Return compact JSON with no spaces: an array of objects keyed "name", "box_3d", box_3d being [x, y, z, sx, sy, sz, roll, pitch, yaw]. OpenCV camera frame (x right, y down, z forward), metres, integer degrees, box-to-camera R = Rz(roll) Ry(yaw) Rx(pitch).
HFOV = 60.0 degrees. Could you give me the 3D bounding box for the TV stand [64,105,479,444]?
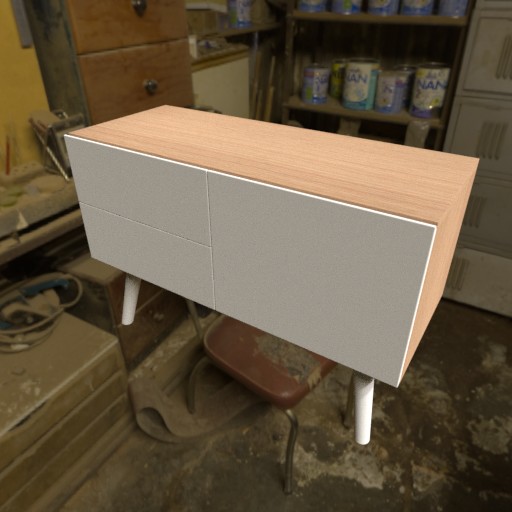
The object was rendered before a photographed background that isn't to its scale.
[{"name":"TV stand","box_3d":[0.000,0.000,1.300,0.991,0.660,0.407,19,36,28]}]
